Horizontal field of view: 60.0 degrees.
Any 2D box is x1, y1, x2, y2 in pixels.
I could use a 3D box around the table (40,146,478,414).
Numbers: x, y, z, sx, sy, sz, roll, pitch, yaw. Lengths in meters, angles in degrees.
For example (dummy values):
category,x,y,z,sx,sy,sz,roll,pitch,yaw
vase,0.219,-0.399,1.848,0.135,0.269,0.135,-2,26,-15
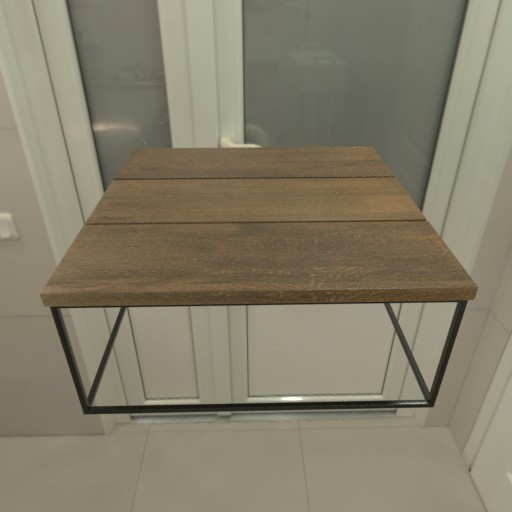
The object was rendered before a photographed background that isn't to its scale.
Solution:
category,x,y,z,sx,sy,sz,roll,pitch,yaw
table,0.000,0.000,1.395,0.900,0.400,0.900,-1,32,-1
